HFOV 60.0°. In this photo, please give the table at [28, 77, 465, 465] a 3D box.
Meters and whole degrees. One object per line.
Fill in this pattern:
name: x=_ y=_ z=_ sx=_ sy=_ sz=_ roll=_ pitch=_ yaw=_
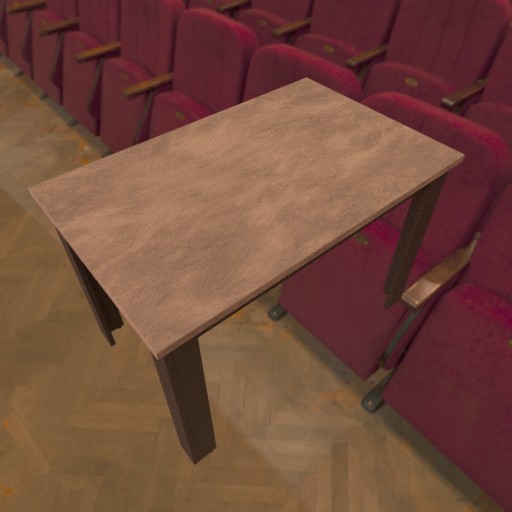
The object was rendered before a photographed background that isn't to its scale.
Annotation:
table: x=0.000 y=0.000 z=1.578 sx=1.100 sy=0.734 sz=0.700 roll=-31 pitch=54 yaw=-26
